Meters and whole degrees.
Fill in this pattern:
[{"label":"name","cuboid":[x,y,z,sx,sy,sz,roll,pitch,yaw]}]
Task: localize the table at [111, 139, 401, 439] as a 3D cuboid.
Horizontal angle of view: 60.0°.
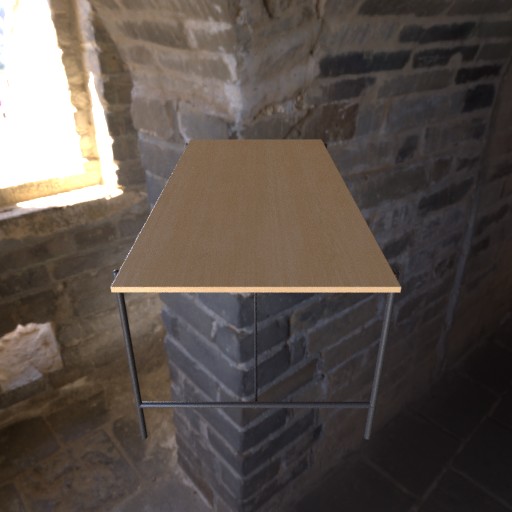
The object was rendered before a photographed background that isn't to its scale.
[{"label":"table","cuboid":[0.000,0.000,2.272,0.900,0.758,1.800,0,28,0]}]
